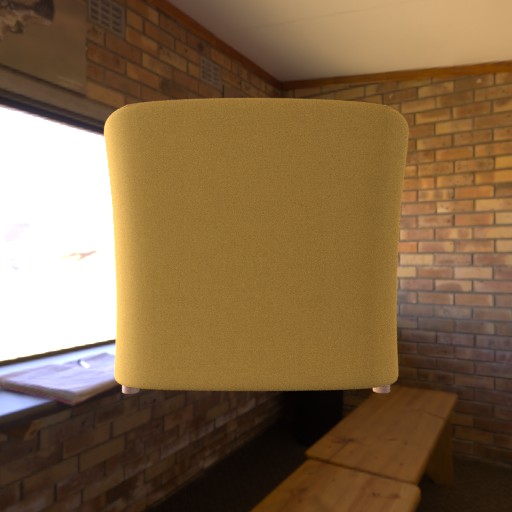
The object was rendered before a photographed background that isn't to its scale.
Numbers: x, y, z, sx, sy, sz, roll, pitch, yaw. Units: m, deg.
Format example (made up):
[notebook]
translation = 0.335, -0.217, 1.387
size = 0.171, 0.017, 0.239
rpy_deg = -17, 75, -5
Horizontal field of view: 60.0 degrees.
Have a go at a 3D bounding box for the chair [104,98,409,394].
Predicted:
[chair]
translation = 0.000, 0.000, 1.336
size = 0.790, 0.720, 0.700
rpy_deg = 0, 0, 0
